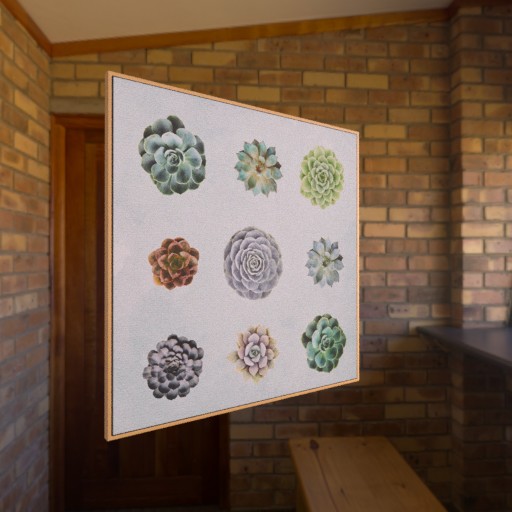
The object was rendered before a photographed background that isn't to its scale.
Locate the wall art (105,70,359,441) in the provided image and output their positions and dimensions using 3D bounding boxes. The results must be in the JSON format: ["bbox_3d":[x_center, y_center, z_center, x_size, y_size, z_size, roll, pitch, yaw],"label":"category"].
[{"bbox_3d":[0.000,0.000,0.682,0.457,0.455,0.013,0,0,-36],"label":"wall art"}]
